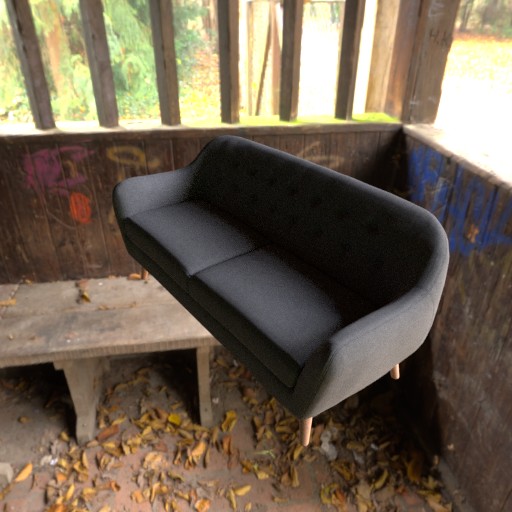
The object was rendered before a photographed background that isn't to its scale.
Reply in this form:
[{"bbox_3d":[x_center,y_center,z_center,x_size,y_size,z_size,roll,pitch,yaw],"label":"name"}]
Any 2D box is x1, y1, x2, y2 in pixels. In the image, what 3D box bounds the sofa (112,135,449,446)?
[{"bbox_3d":[0.000,0.000,2.274,0.820,0.820,1.840,-21,37,-31],"label":"sofa"}]
